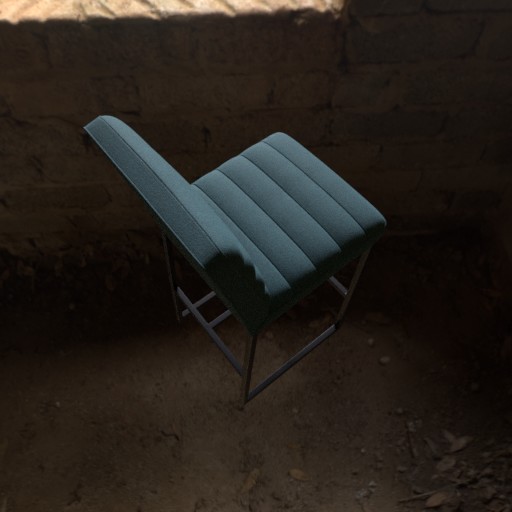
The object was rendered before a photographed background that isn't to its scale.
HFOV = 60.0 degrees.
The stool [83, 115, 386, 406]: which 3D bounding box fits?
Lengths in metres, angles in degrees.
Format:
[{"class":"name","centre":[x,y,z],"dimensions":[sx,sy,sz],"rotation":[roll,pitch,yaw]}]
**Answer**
[{"class":"stool","centre":[0.000,0.000,1.329],"dimensions":[0.560,1.040,0.460],"rotation":[-34,64,-19]}]
